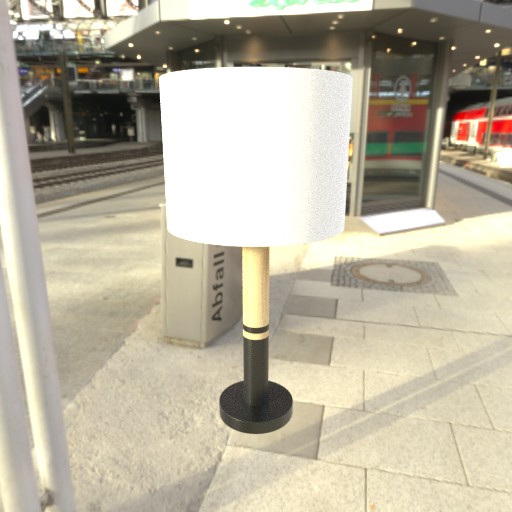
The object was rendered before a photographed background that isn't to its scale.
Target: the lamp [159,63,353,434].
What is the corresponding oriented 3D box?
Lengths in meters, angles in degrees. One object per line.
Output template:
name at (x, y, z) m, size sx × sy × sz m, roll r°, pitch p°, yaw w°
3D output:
lamp at (0.000, 0.000, 0.795) m, size 0.305 × 0.640 × 0.305 m, roll 3°, pitch 16°, yaw 11°
